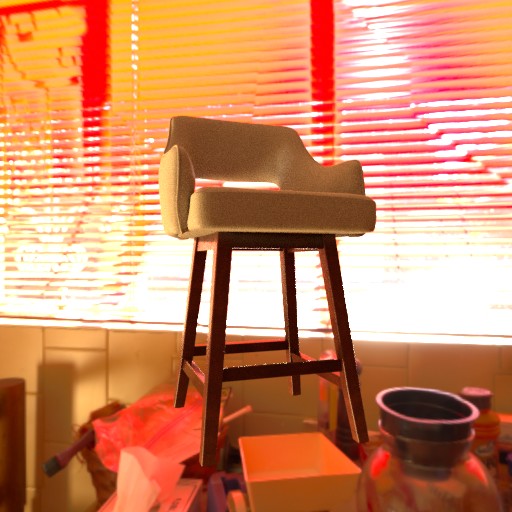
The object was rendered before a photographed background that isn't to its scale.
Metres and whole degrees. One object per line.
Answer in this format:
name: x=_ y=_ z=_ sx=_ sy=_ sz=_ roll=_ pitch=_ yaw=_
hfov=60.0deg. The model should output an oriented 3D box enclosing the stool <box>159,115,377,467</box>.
stool: x=0.000 y=0.000 z=1.283 sx=0.550 sy=0.936 sz=0.560 roll=0 pitch=-1 yaw=-19
